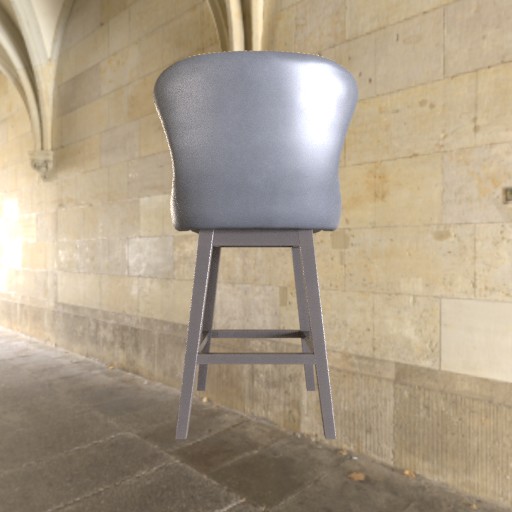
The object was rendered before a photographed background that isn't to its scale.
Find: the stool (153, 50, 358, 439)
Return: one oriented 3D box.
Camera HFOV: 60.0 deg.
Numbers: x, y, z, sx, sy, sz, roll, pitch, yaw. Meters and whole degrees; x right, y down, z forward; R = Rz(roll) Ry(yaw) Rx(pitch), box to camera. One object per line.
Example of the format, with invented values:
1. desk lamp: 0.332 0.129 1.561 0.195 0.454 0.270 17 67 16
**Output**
1. stool: 0.000 0.000 1.322 0.528 0.971 0.593 0 0 0
